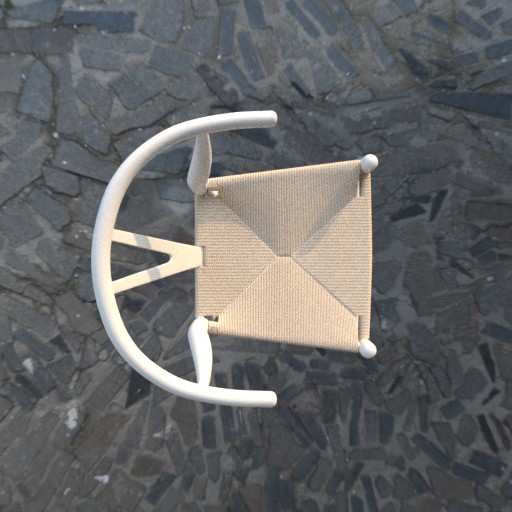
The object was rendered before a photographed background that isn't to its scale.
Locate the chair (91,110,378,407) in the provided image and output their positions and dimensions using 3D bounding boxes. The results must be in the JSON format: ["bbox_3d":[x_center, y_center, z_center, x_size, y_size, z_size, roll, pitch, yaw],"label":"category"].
[{"bbox_3d":[0.000,0.000,1.136,0.579,0.730,0.569,0,92,0],"label":"chair"}]
